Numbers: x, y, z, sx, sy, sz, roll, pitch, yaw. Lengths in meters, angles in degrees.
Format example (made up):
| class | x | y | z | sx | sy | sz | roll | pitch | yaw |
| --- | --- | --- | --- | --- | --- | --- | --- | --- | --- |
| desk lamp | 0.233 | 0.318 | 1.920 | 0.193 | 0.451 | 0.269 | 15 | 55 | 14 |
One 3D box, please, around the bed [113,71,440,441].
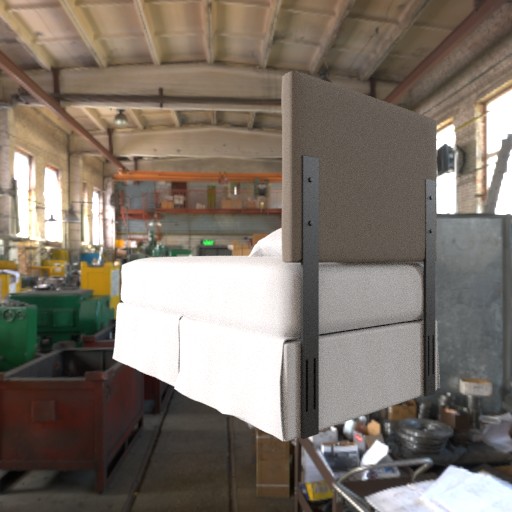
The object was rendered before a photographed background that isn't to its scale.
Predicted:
| class | x | y | z | sx | sy | sz | roll | pitch | yaw |
| --- | --- | --- | --- | --- | --- | --- | --- | --- | --- |
| bed | 0.000 | 0.000 | 2.979 | 1.261 | 1.571 | 1.997 | 0 | 0 | -38 |
